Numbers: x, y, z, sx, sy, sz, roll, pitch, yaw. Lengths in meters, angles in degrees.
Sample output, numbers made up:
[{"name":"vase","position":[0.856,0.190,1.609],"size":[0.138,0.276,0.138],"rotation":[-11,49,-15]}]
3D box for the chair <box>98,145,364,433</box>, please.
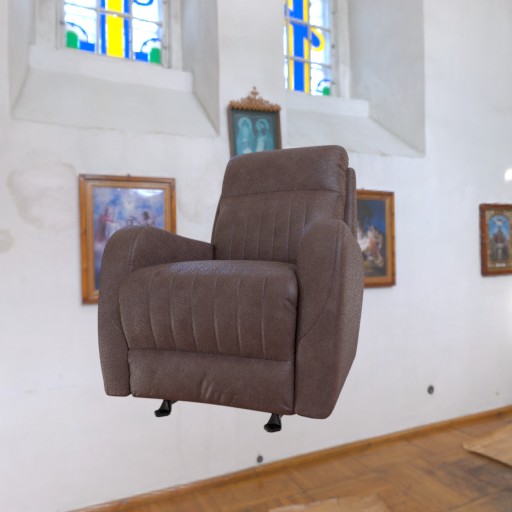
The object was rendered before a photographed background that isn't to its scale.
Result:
[{"name":"chair","position":[0.000,0.000,1.828],"size":[0.865,1.067,1.067],"rotation":[0,-1,20]}]
